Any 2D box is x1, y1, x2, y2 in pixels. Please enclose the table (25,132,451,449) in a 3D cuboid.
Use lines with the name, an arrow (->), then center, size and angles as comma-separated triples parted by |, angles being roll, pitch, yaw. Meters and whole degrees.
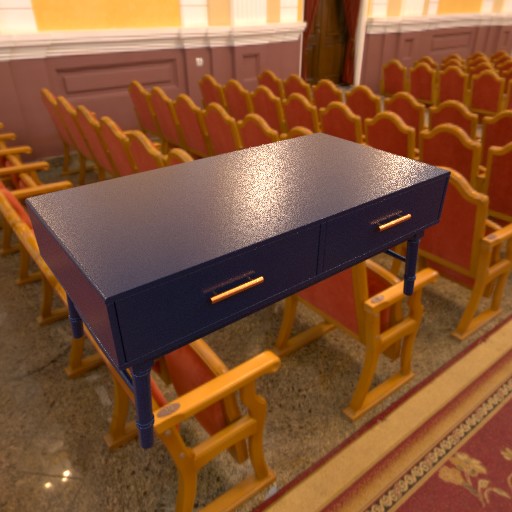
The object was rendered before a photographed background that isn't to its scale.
table -> 0.000, 0.000, 1.341 | 1.067, 0.457, 0.572 | -21, 37, -32
